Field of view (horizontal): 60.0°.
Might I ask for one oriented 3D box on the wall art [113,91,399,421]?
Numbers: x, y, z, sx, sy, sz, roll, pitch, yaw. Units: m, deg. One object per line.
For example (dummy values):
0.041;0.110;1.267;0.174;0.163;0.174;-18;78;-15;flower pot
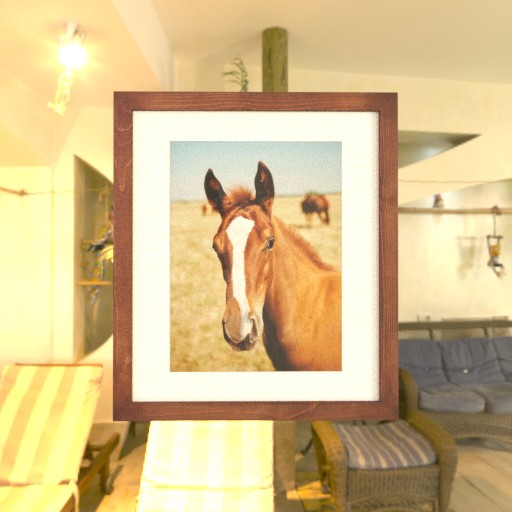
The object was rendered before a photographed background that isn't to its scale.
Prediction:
0.000;0.000;0.528;0.330;0.381;0.030;0;0;-1;wall art
